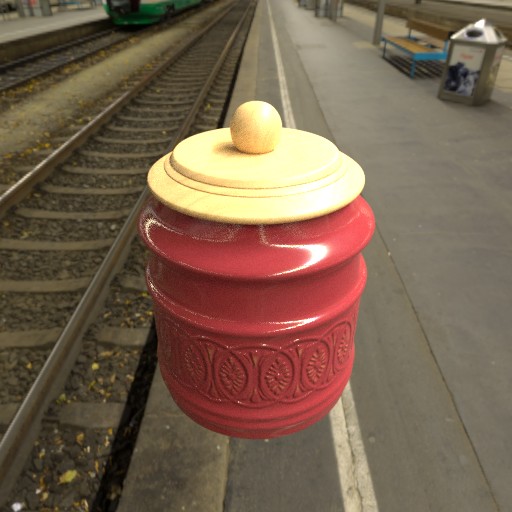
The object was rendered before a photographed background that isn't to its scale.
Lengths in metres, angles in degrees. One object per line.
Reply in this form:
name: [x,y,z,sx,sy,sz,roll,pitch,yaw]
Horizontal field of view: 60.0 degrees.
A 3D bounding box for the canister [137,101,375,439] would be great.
canister: [0.000,0.000,0.262,0.130,0.176,0.130,0,32,0]
